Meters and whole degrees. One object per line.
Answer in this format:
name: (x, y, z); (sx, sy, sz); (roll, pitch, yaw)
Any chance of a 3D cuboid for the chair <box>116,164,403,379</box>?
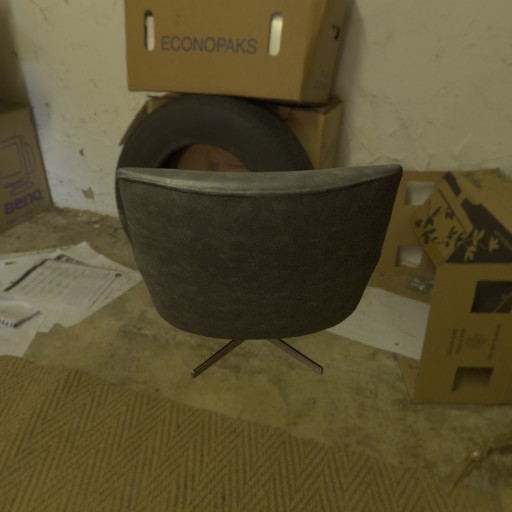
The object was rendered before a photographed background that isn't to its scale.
chair: (0.000, 0.000, 1.535); (0.738, 0.870, 0.874); (-1, 30, -2)
